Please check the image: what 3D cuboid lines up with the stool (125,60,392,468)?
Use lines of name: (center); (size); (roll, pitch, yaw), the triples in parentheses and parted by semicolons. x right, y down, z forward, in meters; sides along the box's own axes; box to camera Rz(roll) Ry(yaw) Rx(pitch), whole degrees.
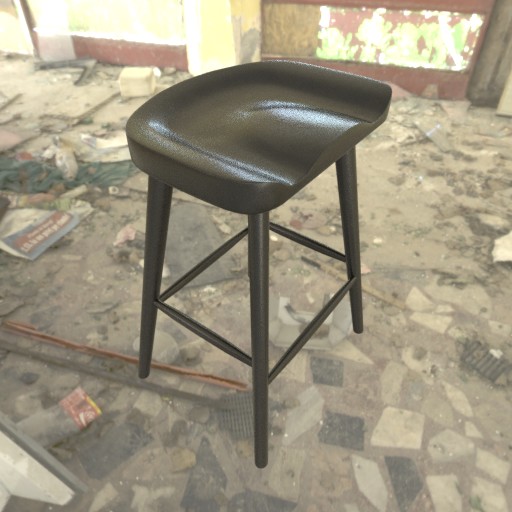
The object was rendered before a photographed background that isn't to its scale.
stool: (0.000, 0.000, 0.869); (0.361, 0.615, 0.440); (26, 47, 27)
